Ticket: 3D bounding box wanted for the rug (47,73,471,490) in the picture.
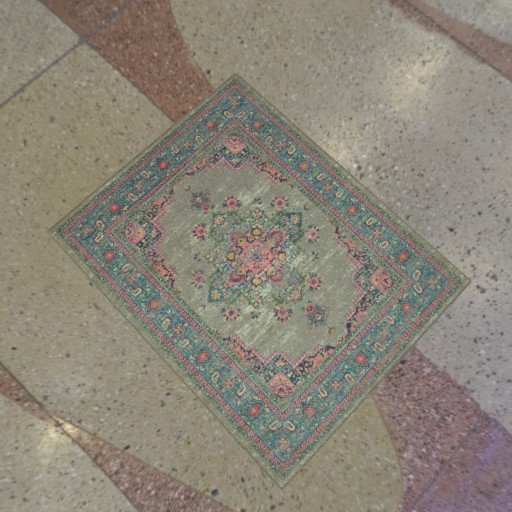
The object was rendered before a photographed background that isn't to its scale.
[{"bbox_3d":[0.000,0.000,4.034,2.434,0.013,3.057,-44,79,-10],"label":"rug"}]
